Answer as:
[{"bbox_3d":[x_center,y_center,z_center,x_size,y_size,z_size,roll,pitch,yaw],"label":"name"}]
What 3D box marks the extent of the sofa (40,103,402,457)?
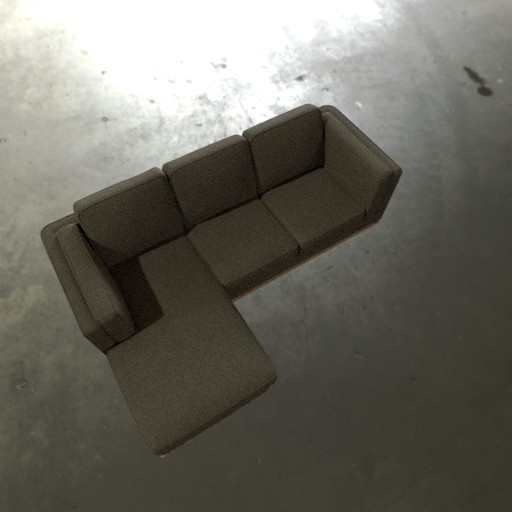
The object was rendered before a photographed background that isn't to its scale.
[{"bbox_3d":[0.000,0.000,3.107,2.411,0.929,1.604,-28,62,-16],"label":"sofa"}]
